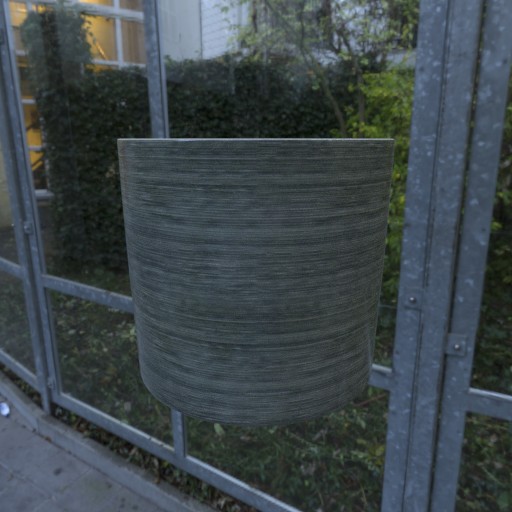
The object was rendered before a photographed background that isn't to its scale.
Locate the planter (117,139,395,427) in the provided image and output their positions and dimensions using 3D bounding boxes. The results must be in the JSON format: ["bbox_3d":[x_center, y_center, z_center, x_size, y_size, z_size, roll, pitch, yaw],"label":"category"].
[{"bbox_3d":[0.000,0.000,0.394,0.221,0.201,0.221,0,15,0],"label":"planter"}]
